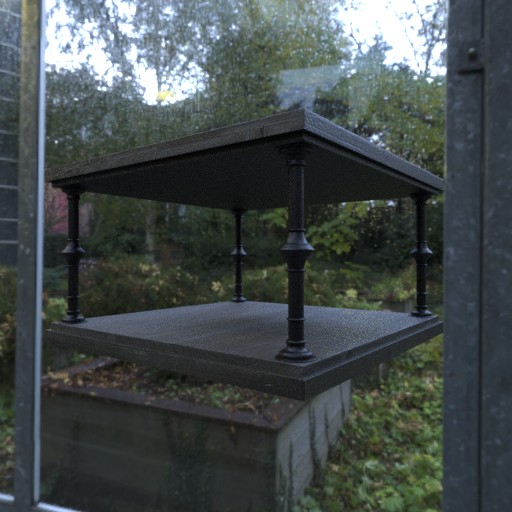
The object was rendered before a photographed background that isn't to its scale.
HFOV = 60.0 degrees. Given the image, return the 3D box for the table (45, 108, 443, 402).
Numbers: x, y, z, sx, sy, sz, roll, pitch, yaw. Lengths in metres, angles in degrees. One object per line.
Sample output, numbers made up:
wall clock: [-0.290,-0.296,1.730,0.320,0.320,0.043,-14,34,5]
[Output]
table: [0.000,0.000,1.090,0.696,0.400,0.696,0,0,37]
